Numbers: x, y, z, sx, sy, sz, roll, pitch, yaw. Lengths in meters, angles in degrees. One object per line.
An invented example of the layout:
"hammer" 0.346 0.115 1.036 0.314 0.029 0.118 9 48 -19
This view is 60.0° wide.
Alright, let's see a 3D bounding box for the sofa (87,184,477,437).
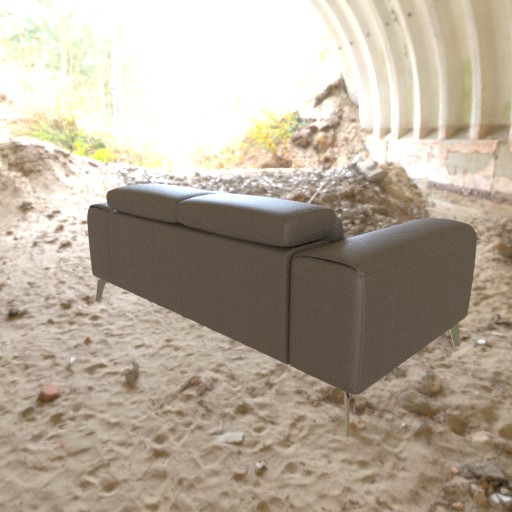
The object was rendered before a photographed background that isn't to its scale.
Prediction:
"sofa" 0.000 0.000 2.408 1.930 0.753 1.024 14 21 43
